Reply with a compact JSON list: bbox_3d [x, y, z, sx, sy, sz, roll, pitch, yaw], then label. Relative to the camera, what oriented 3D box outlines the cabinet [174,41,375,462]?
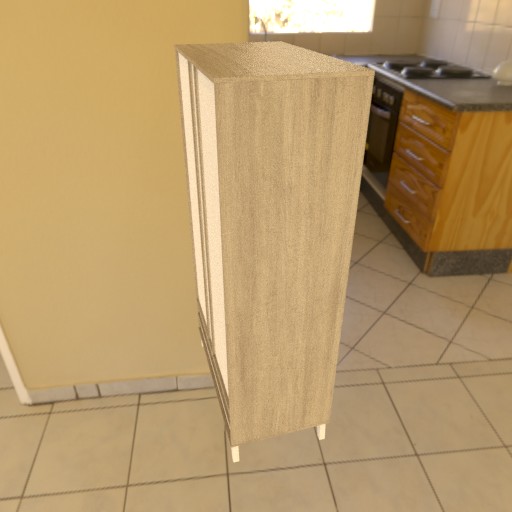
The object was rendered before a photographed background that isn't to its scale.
[{"bbox_3d":[0.000,0.000,2.404,0.571,1.999,1.006,-9,32,-14],"label":"cabinet"}]
